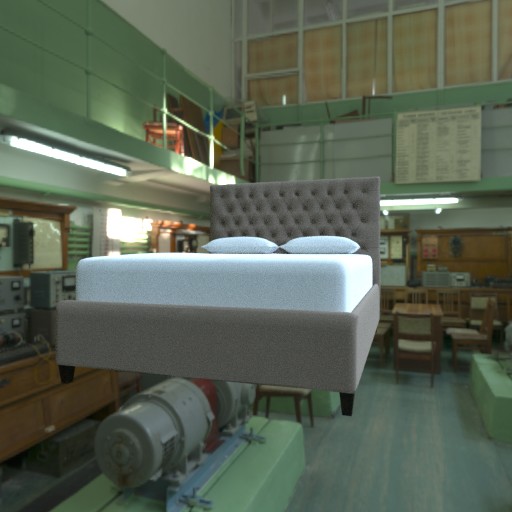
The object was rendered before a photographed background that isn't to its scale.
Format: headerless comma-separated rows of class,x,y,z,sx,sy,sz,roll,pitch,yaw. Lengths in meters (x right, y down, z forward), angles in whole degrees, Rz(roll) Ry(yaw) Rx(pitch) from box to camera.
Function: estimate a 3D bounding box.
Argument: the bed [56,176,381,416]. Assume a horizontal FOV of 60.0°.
bed,0.000,0.000,3.290,1.696,1.426,2.233,0,1,18
